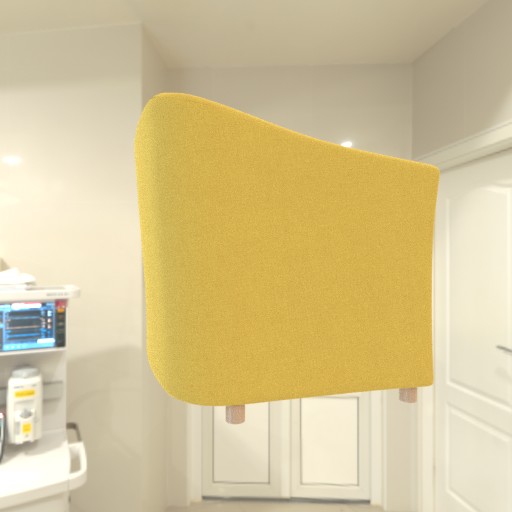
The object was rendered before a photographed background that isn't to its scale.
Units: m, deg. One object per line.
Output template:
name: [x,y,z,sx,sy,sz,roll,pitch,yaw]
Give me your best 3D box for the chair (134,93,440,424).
chair: [0.000,0.000,1.333,0.700,0.720,0.790,0,0,-18]
